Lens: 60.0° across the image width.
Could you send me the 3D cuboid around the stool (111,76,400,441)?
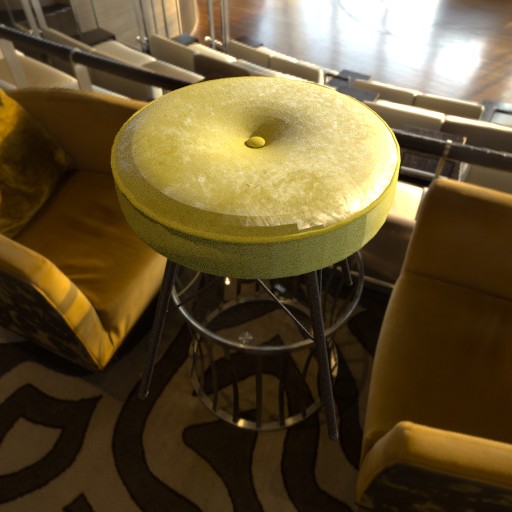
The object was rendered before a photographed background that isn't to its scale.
[{"bbox_3d":[0.000,0.000,0.806,0.409,0.508,0.409,9,48,8],"label":"stool"}]
